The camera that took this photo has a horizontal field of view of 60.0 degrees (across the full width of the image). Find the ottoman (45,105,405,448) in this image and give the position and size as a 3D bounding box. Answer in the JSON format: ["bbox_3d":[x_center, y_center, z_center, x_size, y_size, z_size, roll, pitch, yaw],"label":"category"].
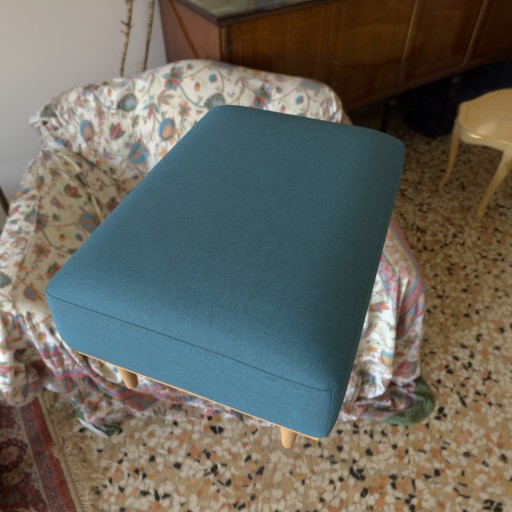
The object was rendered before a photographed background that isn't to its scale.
[{"bbox_3d":[0.000,0.000,1.044,0.549,0.428,0.749,15,47,14],"label":"ottoman"}]
